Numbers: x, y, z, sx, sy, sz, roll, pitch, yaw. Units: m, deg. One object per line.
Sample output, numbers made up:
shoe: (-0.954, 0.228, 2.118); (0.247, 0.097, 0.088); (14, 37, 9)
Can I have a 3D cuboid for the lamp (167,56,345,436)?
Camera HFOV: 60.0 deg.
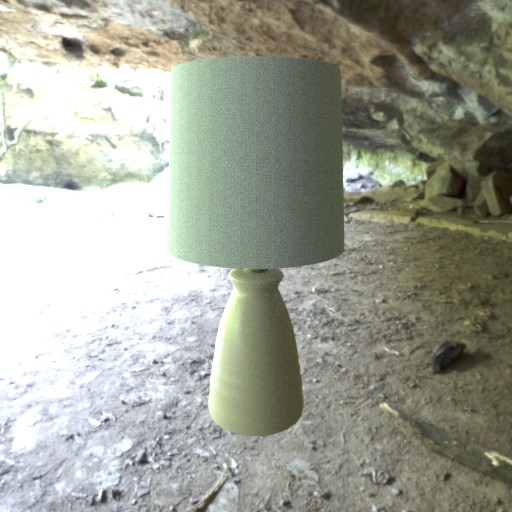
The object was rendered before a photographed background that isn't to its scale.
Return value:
lamp: (0.000, 0.000, 0.478); (0.186, 0.369, 0.186); (0, 14, 0)
